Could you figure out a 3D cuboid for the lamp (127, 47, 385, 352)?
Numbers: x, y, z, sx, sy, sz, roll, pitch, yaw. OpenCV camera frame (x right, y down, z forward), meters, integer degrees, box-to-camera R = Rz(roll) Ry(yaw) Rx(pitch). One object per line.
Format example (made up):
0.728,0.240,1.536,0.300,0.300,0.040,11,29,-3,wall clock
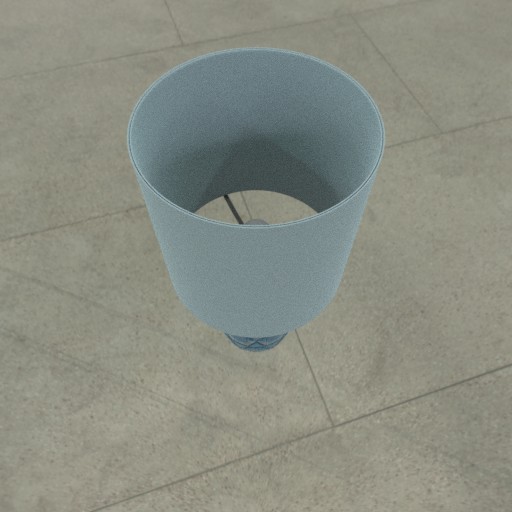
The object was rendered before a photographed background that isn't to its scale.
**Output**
0.000,0.000,0.494,0.193,0.377,0.193,32,64,18,lamp
